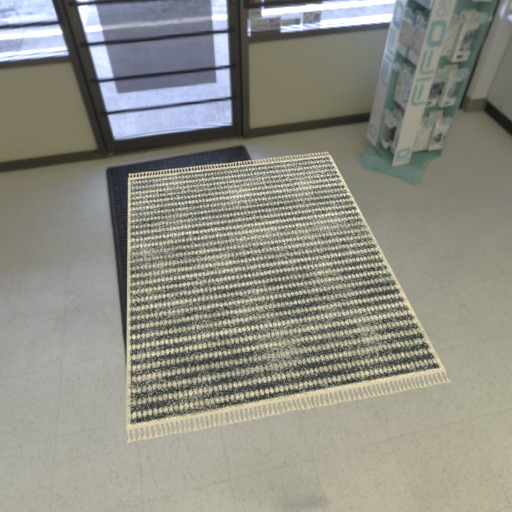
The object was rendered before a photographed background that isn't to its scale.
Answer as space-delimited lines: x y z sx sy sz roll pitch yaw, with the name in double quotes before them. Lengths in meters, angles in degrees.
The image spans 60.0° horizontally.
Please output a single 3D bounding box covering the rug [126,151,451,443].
"rug" 0.000 0.000 3.956 2.256 0.013 2.910 -8 47 -7
